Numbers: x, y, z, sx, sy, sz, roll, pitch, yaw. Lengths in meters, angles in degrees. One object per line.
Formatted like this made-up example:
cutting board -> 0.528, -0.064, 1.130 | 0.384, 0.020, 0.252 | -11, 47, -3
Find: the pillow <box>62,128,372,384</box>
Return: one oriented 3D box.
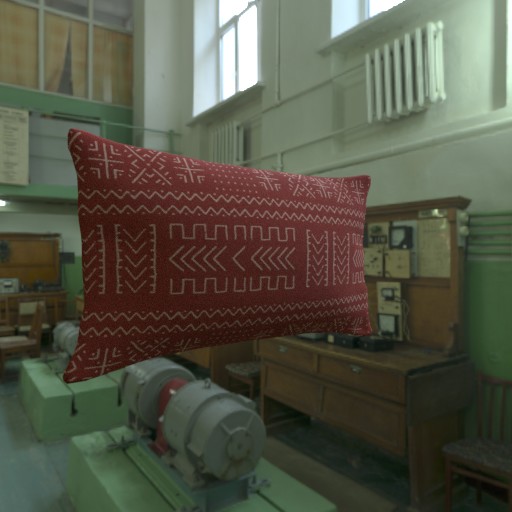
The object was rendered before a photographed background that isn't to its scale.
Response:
pillow -> 0.000, 0.000, 0.788 | 0.640, 0.352, 0.130 | 0, 0, -36
